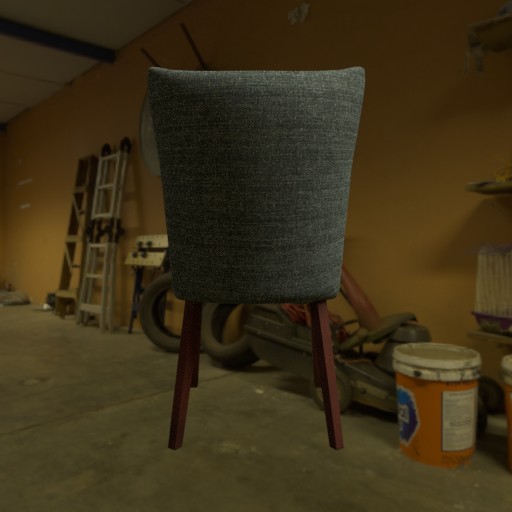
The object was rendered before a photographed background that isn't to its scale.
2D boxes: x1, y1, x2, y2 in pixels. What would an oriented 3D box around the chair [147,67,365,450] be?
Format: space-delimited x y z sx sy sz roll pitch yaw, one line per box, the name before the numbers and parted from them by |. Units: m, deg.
chair | 0.000 0.000 1.262 0.535 0.924 0.623 0 1 0
